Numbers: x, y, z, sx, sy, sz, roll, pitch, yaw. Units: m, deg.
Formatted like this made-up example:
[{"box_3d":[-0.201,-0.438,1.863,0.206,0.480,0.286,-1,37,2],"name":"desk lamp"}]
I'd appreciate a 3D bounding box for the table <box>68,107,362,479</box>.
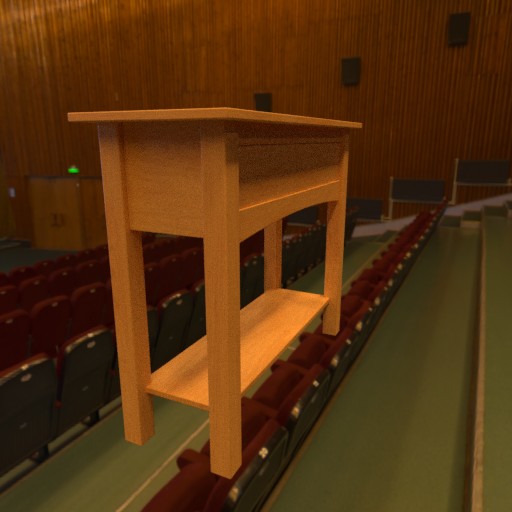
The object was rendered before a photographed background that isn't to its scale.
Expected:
[{"box_3d":[0.000,0.000,1.233,0.340,0.728,0.900,7,16,25],"name":"table"}]
